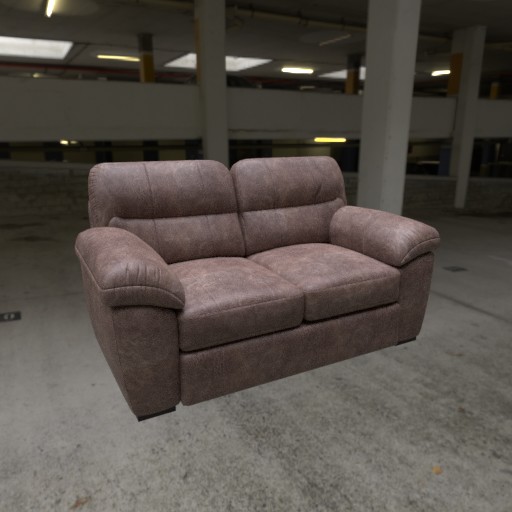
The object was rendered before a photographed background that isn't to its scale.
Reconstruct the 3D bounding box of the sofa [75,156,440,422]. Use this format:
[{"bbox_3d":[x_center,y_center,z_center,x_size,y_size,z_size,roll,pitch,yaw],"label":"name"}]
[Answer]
[{"bbox_3d":[0.000,0.000,2.397,1.753,0.991,0.991,-8,18,-27],"label":"sofa"}]
